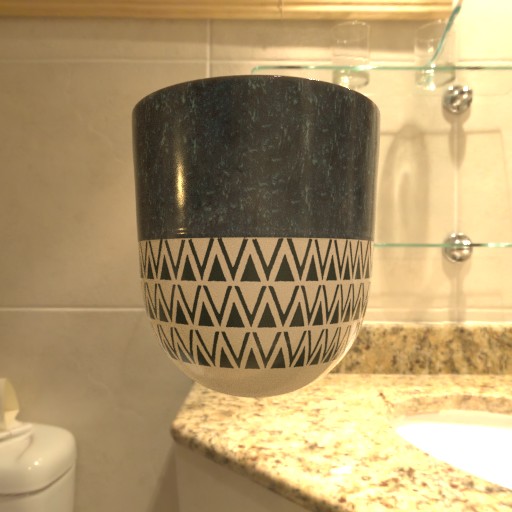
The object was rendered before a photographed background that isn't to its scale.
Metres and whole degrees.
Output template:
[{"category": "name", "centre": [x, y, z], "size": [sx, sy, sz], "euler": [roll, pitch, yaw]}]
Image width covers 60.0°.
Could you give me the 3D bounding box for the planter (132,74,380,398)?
[{"category": "planter", "centre": [0.000, 0.000, 0.359], "size": [0.195, 0.214, 0.195], "euler": [0, -1, 0]}]
